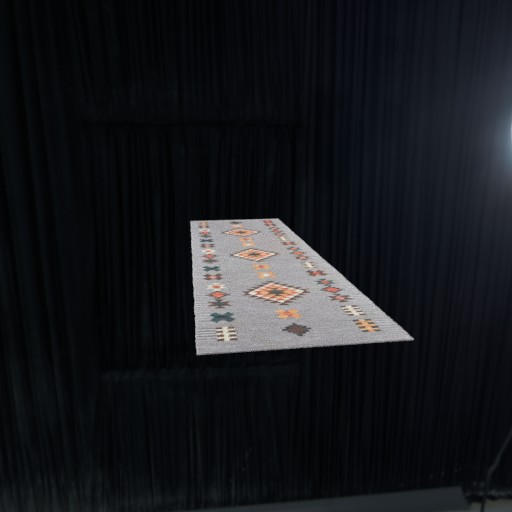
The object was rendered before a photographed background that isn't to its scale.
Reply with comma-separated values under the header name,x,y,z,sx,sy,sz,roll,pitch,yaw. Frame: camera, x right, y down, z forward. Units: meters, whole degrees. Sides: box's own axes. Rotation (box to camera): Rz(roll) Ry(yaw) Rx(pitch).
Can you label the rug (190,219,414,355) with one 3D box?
name,x,y,z,sx,sy,sz,roll,pitch,yaw
rug,0.000,0.000,2.673,0.766,0.008,2.432,-2,15,-8
